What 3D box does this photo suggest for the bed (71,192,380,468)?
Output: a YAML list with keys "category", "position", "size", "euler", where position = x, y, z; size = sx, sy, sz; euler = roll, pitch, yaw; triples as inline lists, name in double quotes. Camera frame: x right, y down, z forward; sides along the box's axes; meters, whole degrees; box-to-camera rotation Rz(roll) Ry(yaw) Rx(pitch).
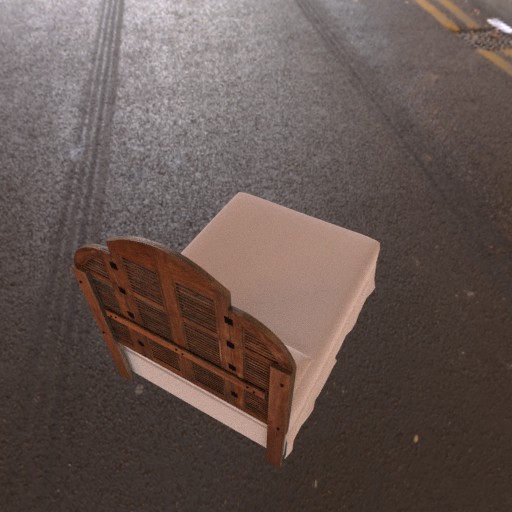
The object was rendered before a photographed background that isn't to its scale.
- category: "bed"
  position: [0.000, 0.000, 3.607]
  size: [1.713, 2.019, 2.138]
  euler: [22, 51, 20]
